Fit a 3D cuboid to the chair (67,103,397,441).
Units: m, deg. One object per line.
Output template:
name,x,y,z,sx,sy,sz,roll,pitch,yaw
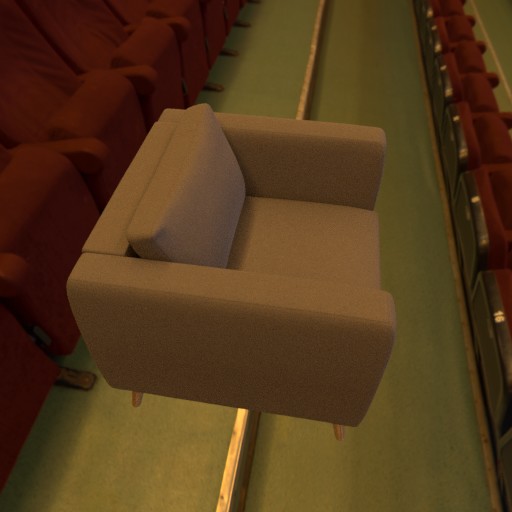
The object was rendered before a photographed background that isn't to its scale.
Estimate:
chair,0.000,0.000,1.685,0.930,0.860,1.000,7,49,6
